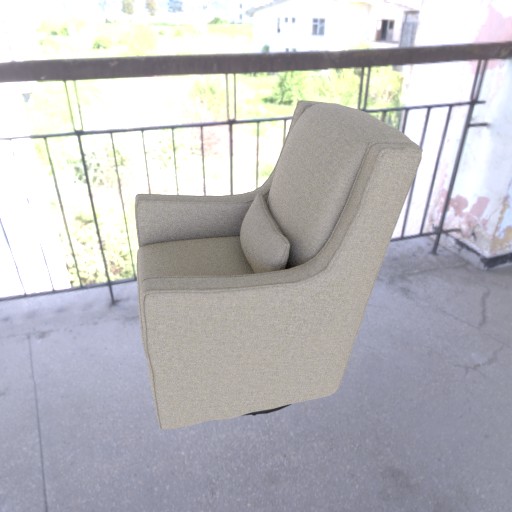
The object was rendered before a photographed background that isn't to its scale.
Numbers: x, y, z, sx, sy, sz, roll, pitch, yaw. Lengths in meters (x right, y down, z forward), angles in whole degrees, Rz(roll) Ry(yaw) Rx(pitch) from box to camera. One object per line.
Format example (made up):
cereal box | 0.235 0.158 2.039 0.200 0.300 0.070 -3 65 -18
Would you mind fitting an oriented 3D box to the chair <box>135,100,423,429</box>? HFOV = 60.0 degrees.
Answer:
chair | 0.000 0.000 1.639 0.879 0.993 0.732 -8 31 -13
